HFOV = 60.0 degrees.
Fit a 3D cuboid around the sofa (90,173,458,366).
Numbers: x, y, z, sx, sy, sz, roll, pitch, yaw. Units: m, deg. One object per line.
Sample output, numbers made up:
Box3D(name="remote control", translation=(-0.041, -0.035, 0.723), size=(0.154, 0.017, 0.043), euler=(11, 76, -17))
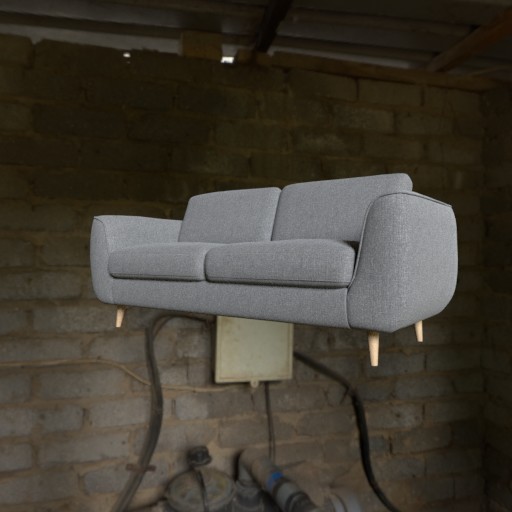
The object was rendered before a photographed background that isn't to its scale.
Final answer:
Box3D(name="sofa", translation=(0.000, 0.000, 2.499), size=(2.000, 0.870, 0.920), euler=(0, 0, 36))
